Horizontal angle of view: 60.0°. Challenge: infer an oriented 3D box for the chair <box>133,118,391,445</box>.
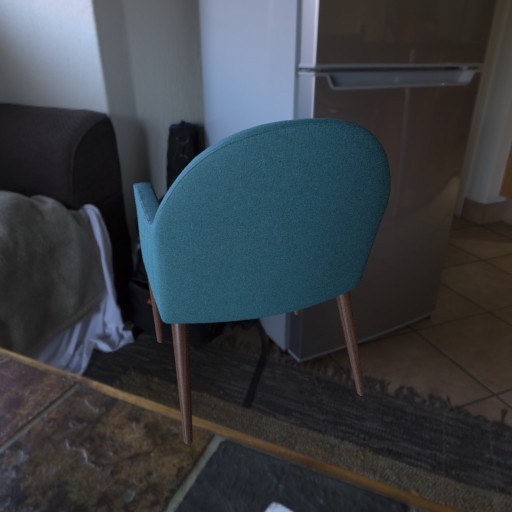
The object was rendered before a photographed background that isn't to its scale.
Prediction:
[{"bbox_3d":[0.000,0.000,1.366,0.656,0.907,0.652,-9,27,-18],"label":"chair"}]
